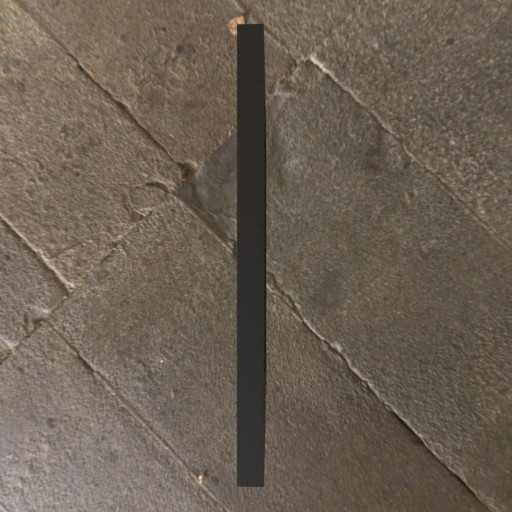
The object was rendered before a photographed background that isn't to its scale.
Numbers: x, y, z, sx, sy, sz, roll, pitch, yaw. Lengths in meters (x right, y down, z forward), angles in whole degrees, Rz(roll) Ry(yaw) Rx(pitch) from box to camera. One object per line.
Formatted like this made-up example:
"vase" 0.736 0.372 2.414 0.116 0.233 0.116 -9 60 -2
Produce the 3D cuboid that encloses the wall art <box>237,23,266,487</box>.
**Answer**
"wall art" 0.000 0.000 0.551 0.024 0.329 0.404 0 90 2
